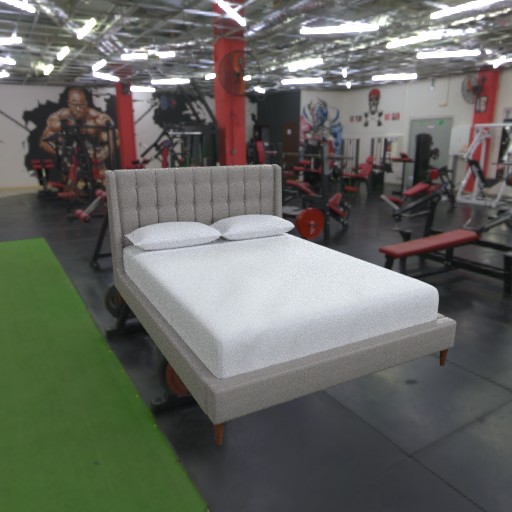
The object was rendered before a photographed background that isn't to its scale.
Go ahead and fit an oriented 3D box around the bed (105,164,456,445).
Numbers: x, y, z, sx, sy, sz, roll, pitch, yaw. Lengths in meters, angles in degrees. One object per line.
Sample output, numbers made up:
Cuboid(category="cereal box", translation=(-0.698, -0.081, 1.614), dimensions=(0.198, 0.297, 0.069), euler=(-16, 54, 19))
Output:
Cuboid(category="bed", translation=(0.000, 0.000, 3.248), dimensions=(1.656, 1.147, 2.232), euler=(-8, 17, -27))
